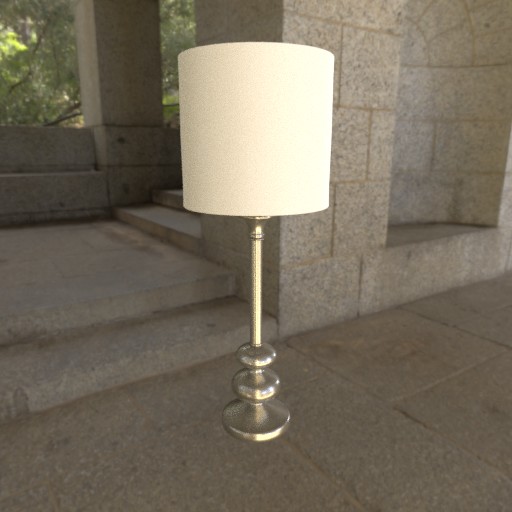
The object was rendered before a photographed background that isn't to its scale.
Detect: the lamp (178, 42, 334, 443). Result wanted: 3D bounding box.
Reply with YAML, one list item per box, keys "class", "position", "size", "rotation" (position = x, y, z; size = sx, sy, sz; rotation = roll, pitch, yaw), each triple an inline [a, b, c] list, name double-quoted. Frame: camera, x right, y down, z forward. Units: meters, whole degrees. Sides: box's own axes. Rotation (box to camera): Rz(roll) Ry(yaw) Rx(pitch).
- class: "lamp"
  position: [0.000, 0.000, 0.808]
  size: [0.254, 0.690, 0.254]
  rotation: [7, 16, 25]
